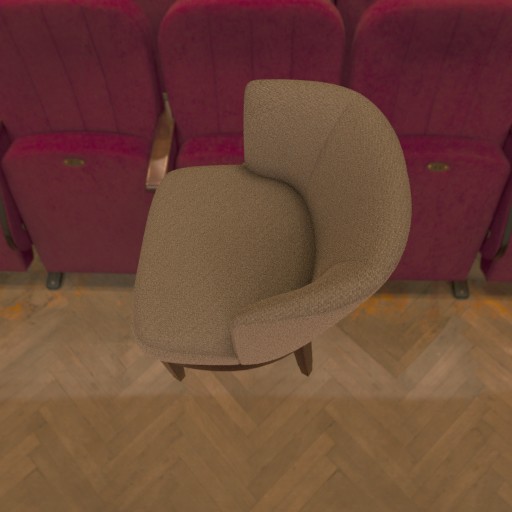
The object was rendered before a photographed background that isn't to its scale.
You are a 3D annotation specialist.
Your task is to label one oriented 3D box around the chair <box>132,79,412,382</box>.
[{"bbox_3d":[0.000,0.000,1.285,0.660,0.760,0.700,1,59,1],"label":"chair"}]
